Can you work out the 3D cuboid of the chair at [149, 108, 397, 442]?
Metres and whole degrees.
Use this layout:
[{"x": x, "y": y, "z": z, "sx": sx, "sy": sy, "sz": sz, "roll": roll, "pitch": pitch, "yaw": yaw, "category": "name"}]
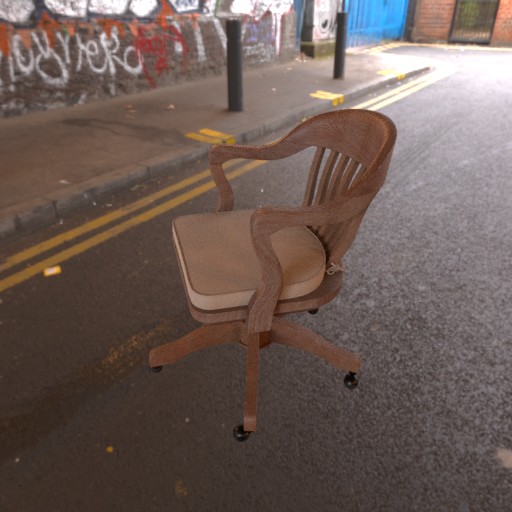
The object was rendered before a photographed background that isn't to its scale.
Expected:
[{"x": 0.000, "y": 0.000, "z": 1.466, "sx": 0.788, "sy": 0.878, "sz": 0.750, "roll": -8, "pitch": 31, "yaw": -14, "category": "chair"}]
